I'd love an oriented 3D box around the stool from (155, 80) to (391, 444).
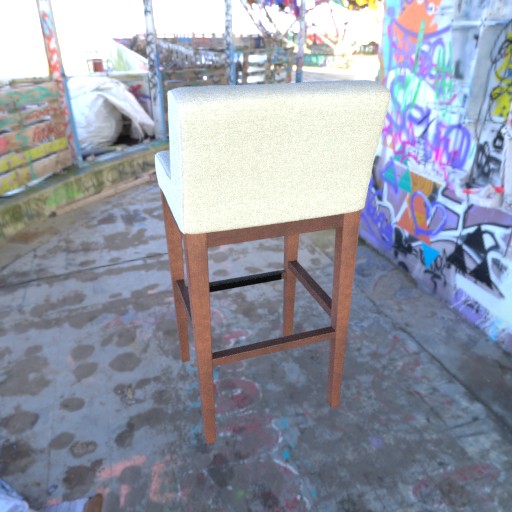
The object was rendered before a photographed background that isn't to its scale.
[{"bbox_3d":[0.000,0.000,1.368,0.511,1.037,0.500,-9,29,-17],"label":"stool"}]
